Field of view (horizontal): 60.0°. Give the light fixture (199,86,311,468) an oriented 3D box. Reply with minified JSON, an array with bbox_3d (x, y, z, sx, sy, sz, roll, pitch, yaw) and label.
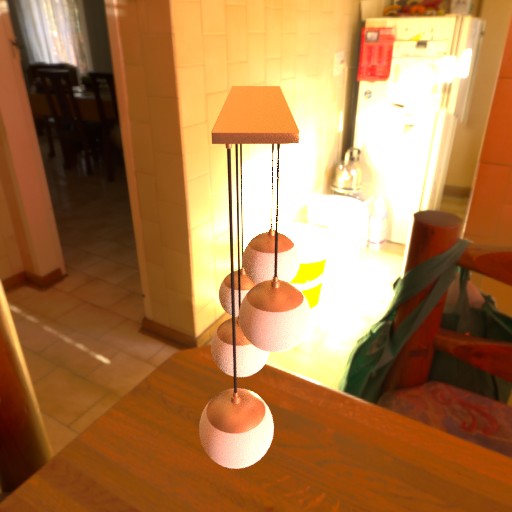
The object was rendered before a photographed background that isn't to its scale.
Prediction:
[{"bbox_3d":[0.000,0.000,1.315,0.299,0.869,0.863,0,27,0],"label":"light fixture"}]
